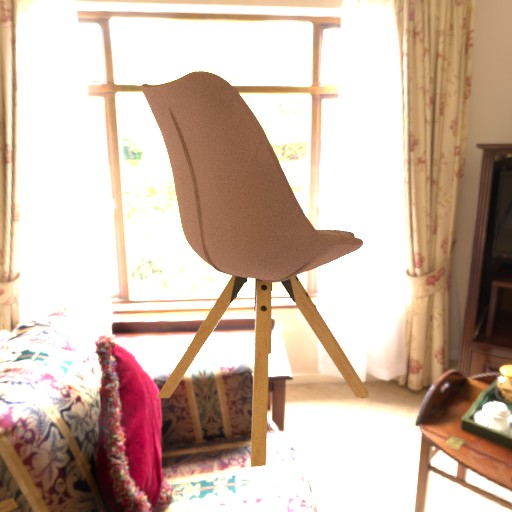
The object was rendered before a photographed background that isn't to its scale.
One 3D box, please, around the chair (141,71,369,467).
[{"bbox_3d":[0.000,0.000,1.193,0.550,0.850,0.485,-12,17,-42],"label":"chair"}]
